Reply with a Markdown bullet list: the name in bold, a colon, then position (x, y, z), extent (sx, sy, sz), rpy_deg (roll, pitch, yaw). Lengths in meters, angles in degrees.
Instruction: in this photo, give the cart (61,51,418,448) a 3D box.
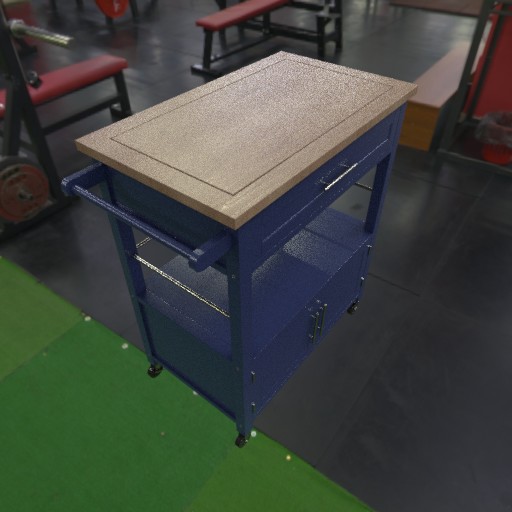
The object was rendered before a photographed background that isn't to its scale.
- **cart**: position (0.000, 0.000, 1.355), extent (0.459, 0.901, 0.840), rpy_deg (28, 49, 28)
